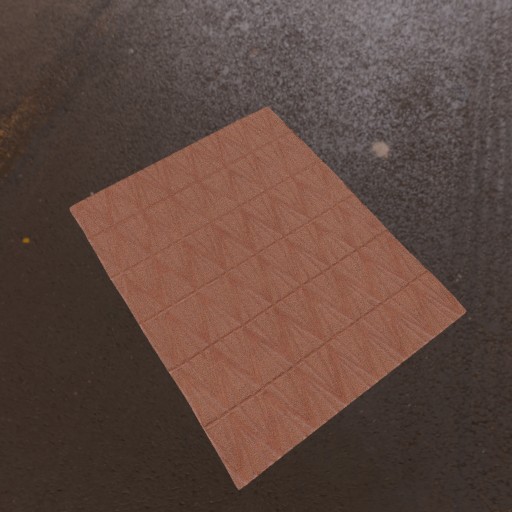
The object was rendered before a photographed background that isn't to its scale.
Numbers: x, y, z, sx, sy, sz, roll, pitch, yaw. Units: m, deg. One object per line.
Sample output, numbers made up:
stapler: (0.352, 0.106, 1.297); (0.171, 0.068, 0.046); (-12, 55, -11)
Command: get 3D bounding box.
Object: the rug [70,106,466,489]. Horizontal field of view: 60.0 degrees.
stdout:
rug: (0.000, 0.000, 4.167); (2.453, 0.043, 3.052); (-32, 67, -16)
